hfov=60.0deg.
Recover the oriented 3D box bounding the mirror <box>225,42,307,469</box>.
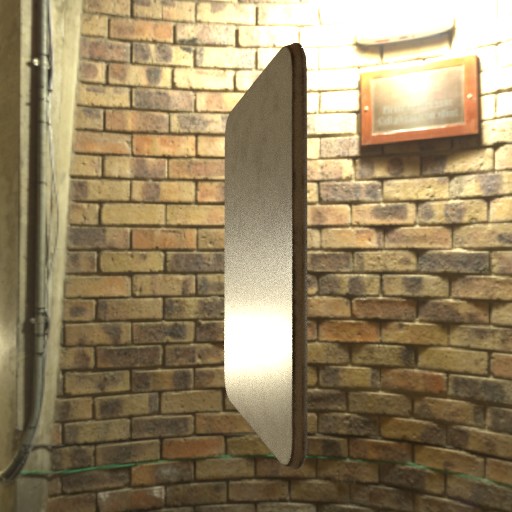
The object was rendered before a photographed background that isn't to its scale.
[{"bbox_3d":[0.000,0.000,0.911,0.024,0.713,0.461,0,0,-18],"label":"mirror"}]
